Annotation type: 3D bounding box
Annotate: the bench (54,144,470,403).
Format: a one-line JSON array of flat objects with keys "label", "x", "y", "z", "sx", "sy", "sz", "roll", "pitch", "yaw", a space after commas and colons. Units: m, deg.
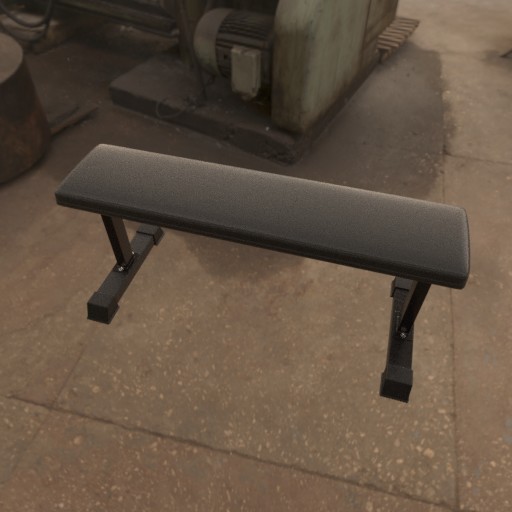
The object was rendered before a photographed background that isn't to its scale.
[{"label": "bench", "x": 0.000, "y": 0.000, "z": 1.314, "sx": 1.072, "sy": 0.453, "sz": 0.439, "roll": 12, "pitch": 48, "yaw": 11}]
